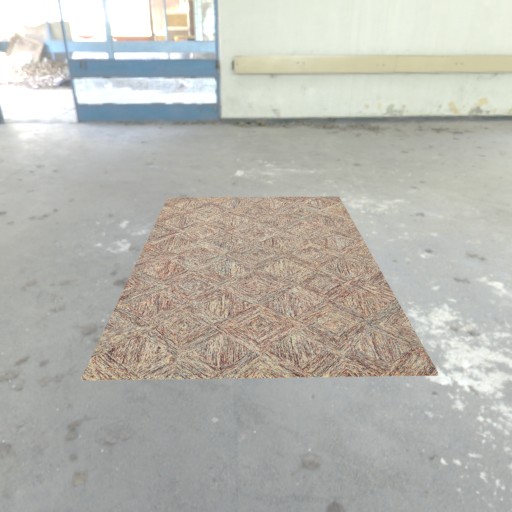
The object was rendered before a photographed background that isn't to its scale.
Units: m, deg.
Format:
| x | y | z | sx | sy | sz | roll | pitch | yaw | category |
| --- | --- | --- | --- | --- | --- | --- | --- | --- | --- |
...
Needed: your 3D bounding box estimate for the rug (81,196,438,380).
| x | y | z | sx | sy | sz | roll | pitch | yaw | category |
| --- | --- | --- | --- | --- | --- | --- | --- | --- | --- |
| 0.000 | 0.000 | 2.905 | 1.523 | 0.019 | 2.285 | 0 | 27 | -1 | rug |
